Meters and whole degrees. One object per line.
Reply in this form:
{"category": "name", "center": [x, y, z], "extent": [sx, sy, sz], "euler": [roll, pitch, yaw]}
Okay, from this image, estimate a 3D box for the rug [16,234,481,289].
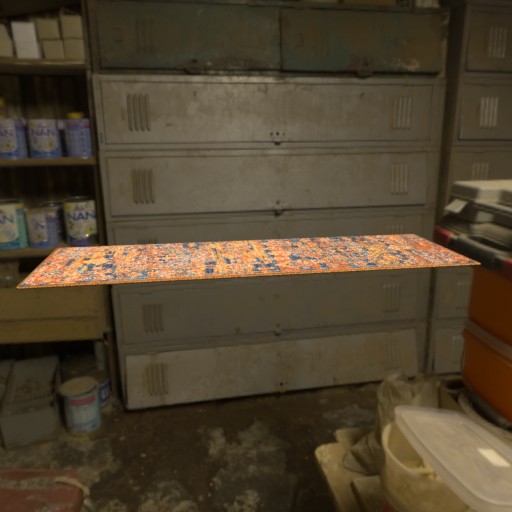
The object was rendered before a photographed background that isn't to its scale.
{"category": "rug", "center": [0.000, 0.000, 1.973], "extent": [1.820, 0.013, 0.556], "euler": [-3, 16, -9]}
